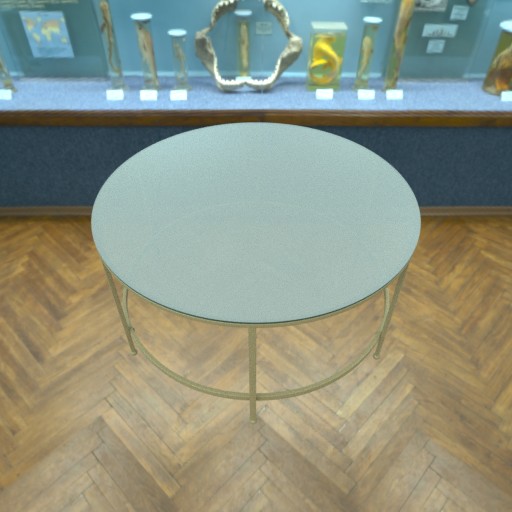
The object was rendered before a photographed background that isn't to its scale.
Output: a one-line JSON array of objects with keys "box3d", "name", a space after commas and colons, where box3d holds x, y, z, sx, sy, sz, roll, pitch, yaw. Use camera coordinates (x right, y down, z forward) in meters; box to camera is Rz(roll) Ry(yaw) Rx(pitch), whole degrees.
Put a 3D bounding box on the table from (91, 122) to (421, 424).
[{"box3d": [0.000, 0.000, 1.435, 0.914, 0.470, 0.914, 0, 43, 0], "name": "table"}]
